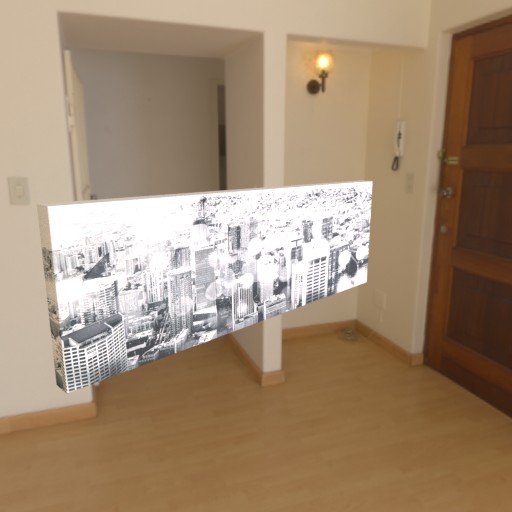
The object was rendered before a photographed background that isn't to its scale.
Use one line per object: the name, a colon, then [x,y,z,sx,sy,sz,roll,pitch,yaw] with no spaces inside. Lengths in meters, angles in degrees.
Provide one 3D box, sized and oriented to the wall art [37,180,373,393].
wall art: [0.000,0.000,0.849,0.038,0.255,0.763,12,18,43]
